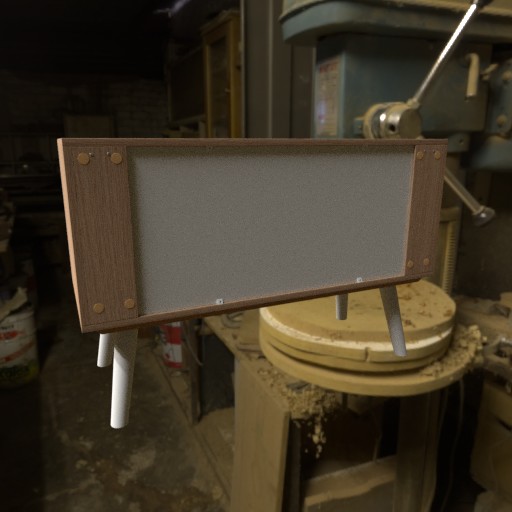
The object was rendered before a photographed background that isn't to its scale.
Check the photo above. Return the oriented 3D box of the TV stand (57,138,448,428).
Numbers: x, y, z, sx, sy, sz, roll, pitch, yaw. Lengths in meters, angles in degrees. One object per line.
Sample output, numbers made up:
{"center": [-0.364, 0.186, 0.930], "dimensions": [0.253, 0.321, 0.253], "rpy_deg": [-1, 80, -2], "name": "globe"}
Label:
{"center": [0.000, 0.000, 1.296], "dimensions": [0.991, 0.660, 0.407], "rpy_deg": [-7, 16, -24], "name": "TV stand"}
